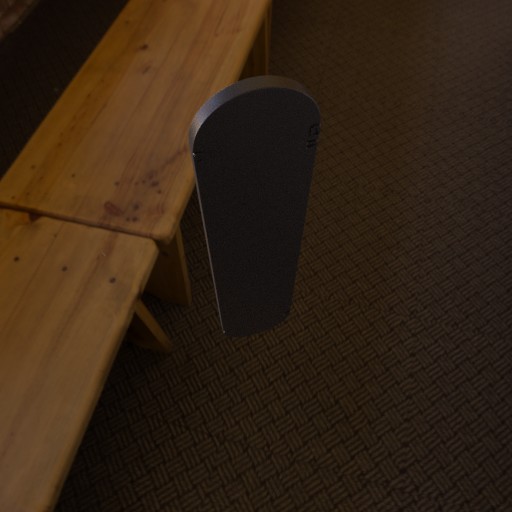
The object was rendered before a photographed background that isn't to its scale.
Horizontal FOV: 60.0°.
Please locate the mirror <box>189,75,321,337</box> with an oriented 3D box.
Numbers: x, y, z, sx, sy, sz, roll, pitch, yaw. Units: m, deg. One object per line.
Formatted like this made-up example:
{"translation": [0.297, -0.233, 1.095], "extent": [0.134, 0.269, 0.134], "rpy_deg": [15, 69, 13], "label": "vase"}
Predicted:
{"translation": [0.000, 0.000, 1.077], "extent": [0.222, 0.991, 0.032], "rpy_deg": [-15, 60, -9], "label": "mirror"}
